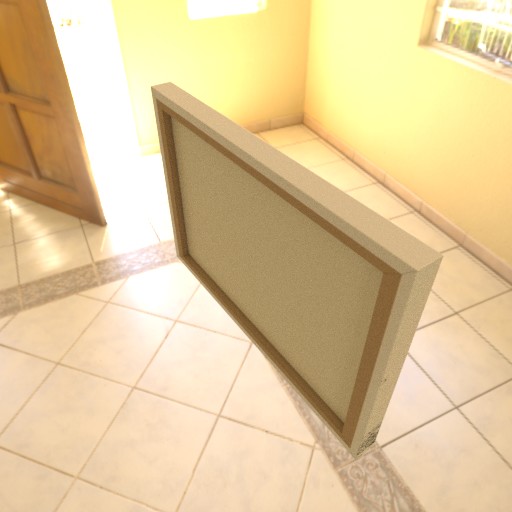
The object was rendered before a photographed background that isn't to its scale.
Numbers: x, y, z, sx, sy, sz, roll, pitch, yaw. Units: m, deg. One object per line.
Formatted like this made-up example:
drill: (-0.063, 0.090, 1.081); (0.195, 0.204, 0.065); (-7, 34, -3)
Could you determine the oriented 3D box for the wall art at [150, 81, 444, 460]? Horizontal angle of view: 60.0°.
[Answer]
wall art: (0.000, 0.000, 0.769); (0.042, 0.414, 0.608); (-25, 47, -26)
